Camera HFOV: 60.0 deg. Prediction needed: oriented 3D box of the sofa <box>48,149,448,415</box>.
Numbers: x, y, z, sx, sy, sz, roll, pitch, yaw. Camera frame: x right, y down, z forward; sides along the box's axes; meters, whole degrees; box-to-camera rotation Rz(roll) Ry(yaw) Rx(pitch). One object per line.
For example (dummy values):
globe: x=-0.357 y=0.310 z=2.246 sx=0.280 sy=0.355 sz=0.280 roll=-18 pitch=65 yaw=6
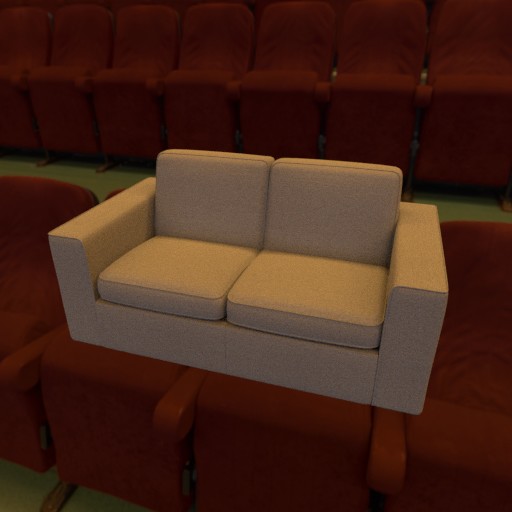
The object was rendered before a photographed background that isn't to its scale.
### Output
sofa: x=0.000 y=0.000 z=2.390 sx=1.812 sy=0.924 sz=1.007 roll=8 pitch=28 yaw=15
